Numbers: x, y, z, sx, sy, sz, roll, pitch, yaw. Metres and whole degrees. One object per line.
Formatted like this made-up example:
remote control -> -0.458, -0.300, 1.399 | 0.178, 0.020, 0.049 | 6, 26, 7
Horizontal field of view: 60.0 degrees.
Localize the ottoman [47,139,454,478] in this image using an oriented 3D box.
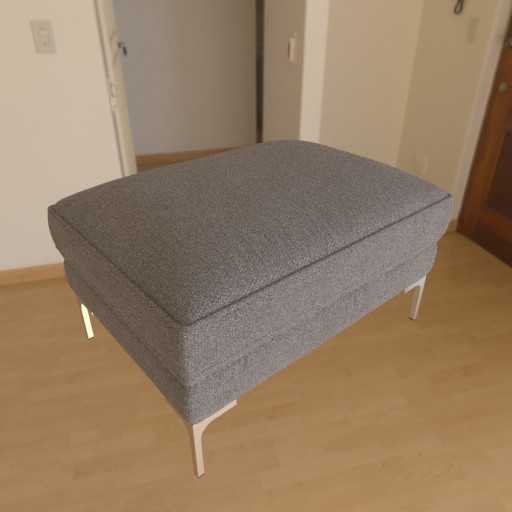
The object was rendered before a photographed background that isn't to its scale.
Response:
ottoman -> 0.000, 0.000, 1.116 | 0.785, 0.464, 0.583 | -23, 38, -34
